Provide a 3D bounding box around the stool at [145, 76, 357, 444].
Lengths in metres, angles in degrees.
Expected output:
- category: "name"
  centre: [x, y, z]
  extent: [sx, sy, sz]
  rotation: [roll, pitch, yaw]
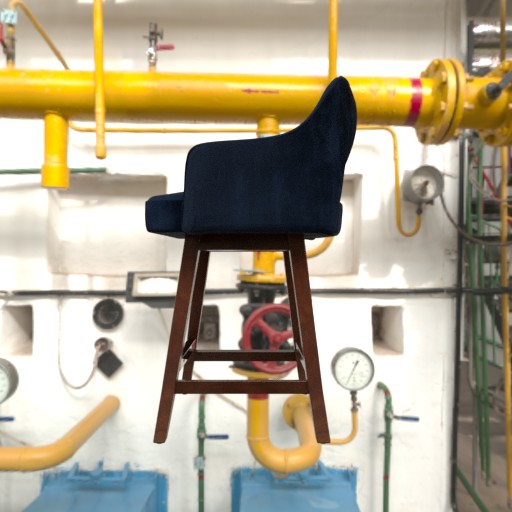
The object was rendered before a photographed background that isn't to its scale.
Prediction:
- category: "stool"
  centre: [0.000, 0.000, 1.315]
  extent: [0.560, 0.940, 0.550]
  rotation: [0, 0, 0]
